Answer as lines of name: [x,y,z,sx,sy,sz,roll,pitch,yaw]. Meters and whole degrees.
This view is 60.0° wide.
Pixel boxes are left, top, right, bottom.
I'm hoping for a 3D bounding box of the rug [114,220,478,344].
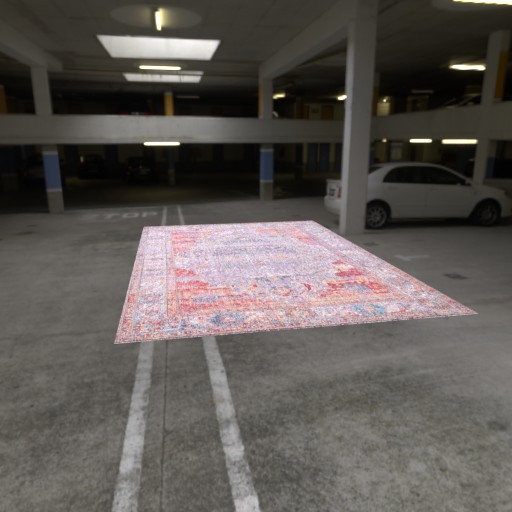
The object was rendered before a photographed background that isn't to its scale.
rug: [0.000,0.000,2.300,1.219,0.005,1.829,-3,15,-11]
